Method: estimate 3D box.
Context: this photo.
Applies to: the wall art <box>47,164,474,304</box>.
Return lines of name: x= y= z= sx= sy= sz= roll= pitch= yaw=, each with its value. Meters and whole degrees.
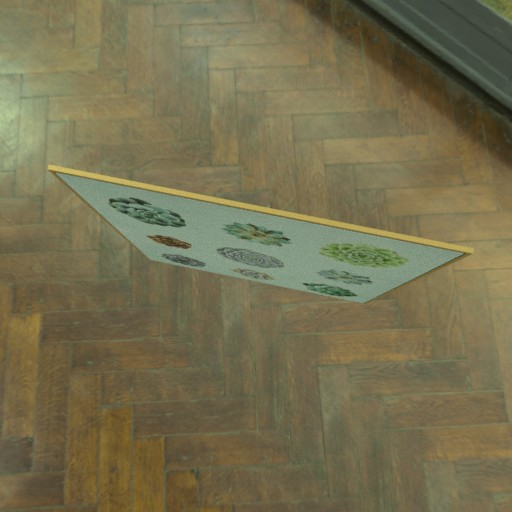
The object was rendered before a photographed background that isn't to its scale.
wall art: x=0.000 y=0.000 z=1.449 sx=0.962 sy=0.959 sz=0.013 roll=11 pitch=78 yaw=3
